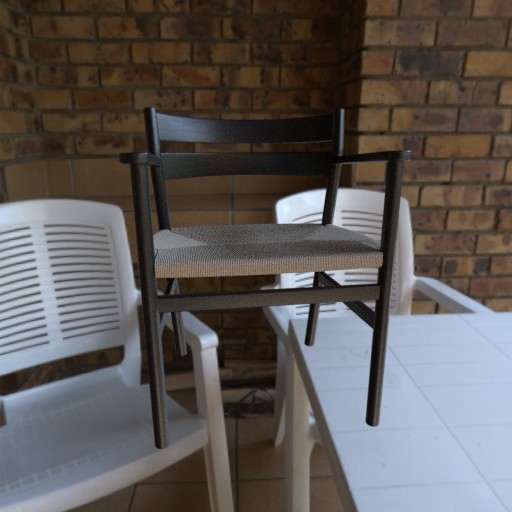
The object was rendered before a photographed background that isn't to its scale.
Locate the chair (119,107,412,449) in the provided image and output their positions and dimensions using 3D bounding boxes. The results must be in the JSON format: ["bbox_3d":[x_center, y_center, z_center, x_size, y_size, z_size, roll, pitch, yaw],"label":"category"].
[{"bbox_3d":[0.000,0.000,1.200,0.630,0.775,0.508,-2,16,-9],"label":"chair"}]
